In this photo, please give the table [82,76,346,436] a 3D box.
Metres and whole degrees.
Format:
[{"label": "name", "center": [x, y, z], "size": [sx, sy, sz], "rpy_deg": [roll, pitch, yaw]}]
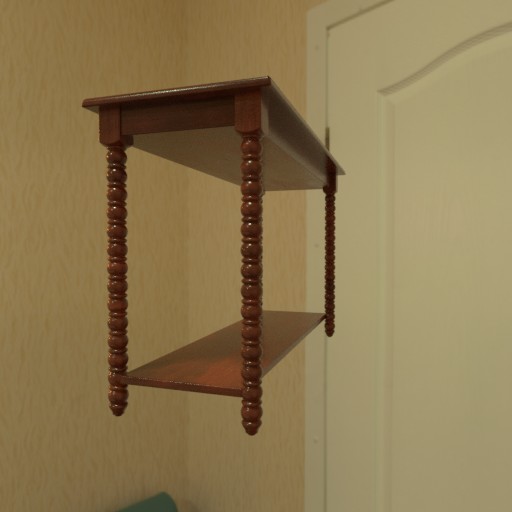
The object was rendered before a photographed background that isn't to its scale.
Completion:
[{"label": "table", "center": [0.000, 0.000, 1.508], "size": [0.459, 0.740, 1.184], "rpy_deg": [0, 1, 18]}]
